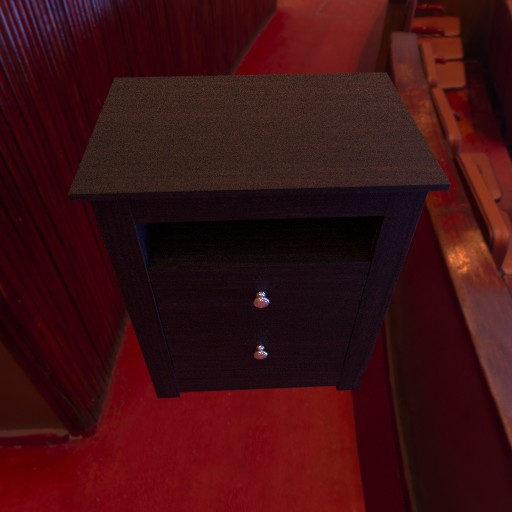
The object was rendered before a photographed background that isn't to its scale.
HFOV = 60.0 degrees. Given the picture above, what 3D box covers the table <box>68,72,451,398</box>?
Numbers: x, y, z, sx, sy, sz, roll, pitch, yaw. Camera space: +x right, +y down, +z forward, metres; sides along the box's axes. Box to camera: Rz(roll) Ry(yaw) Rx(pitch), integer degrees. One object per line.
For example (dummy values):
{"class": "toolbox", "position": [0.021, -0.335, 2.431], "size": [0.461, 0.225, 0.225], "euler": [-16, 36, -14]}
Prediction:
{"class": "table", "position": [0.000, 0.000, 1.077], "size": [0.591, 0.711, 0.406], "euler": [-2, 46, -2]}
